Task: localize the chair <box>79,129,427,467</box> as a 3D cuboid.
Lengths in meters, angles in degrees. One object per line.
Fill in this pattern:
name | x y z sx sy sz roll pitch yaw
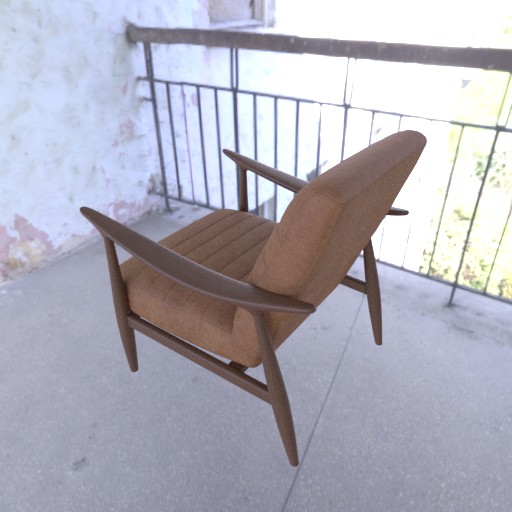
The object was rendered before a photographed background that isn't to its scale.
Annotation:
chair | 0.000 0.000 1.436 0.798 0.832 0.741 21 37 30
